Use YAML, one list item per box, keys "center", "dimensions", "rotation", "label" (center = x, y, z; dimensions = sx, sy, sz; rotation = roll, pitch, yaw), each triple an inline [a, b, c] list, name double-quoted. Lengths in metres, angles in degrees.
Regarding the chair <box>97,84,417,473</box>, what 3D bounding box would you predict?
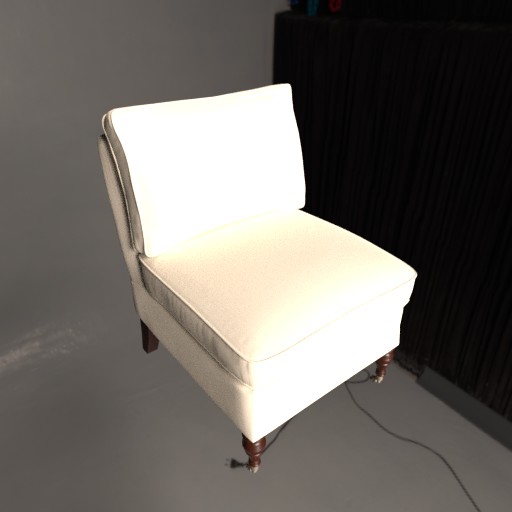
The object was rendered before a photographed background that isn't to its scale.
- center: [0.000, 0.000, 1.360]
  dimensions: [0.630, 0.887, 0.781]
  rotation: [-22, 37, -32]
  label: "chair"
